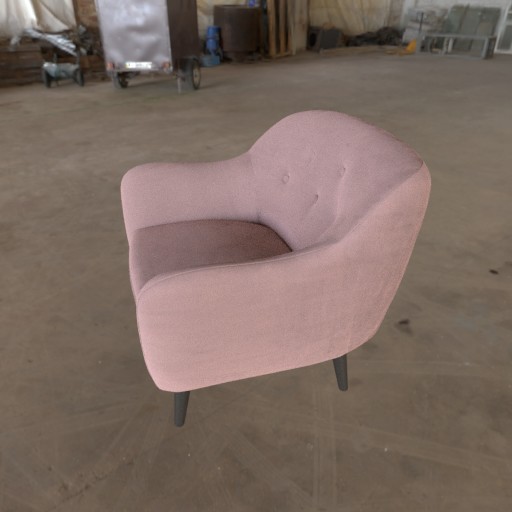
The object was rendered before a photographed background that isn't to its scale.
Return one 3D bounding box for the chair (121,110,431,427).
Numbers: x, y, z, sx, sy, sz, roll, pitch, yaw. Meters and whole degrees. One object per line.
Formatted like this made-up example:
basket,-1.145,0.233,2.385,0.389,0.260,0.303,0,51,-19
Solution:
chair,0.000,0.000,1.478,0.820,0.820,0.840,-9,31,-15
